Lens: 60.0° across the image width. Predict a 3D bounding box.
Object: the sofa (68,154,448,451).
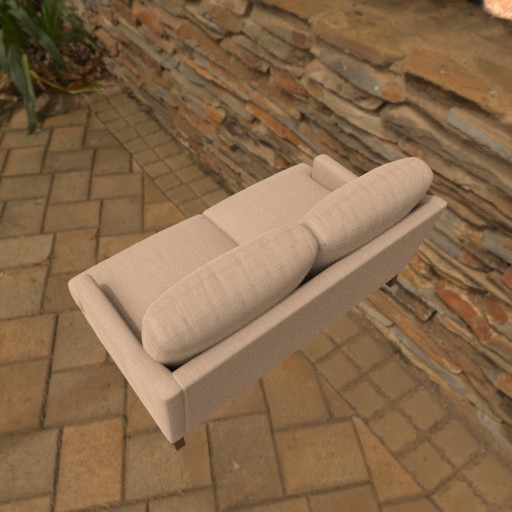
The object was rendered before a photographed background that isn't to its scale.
[{"bbox_3d":[0.000,0.000,2.224,1.619,0.910,1.004,-31,54,-26],"label":"sofa"}]
